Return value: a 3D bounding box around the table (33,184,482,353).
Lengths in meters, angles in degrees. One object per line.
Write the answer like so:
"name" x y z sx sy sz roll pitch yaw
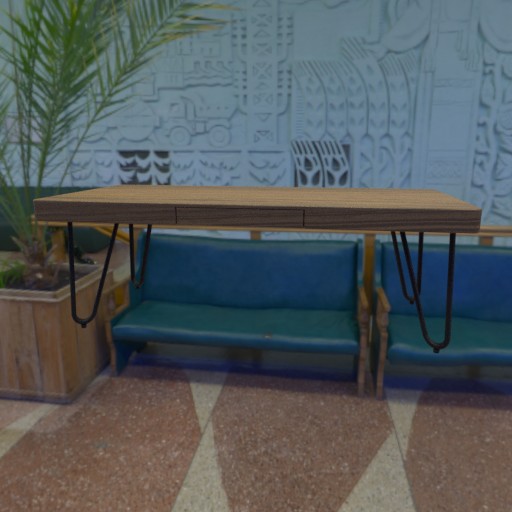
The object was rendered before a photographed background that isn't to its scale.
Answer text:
"table" 0.000 0.000 1.678 1.375 0.468 0.637 2 14 9
